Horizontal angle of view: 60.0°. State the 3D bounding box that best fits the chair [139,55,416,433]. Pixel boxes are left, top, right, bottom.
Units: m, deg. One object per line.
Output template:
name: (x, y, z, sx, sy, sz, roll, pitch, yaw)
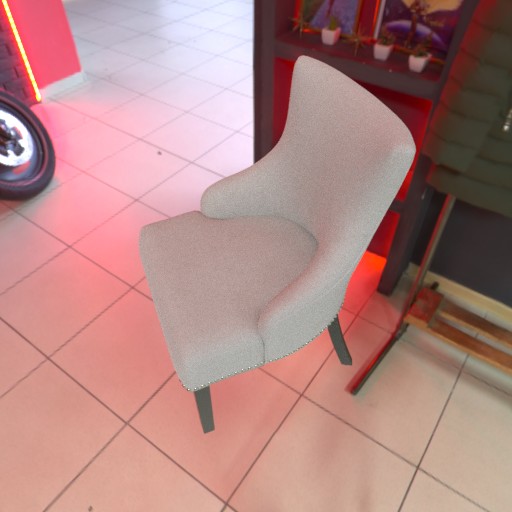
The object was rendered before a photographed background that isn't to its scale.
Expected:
chair: (0.000, 0.000, 1.297, 0.629, 0.909, 0.566, -16, 48, -15)
